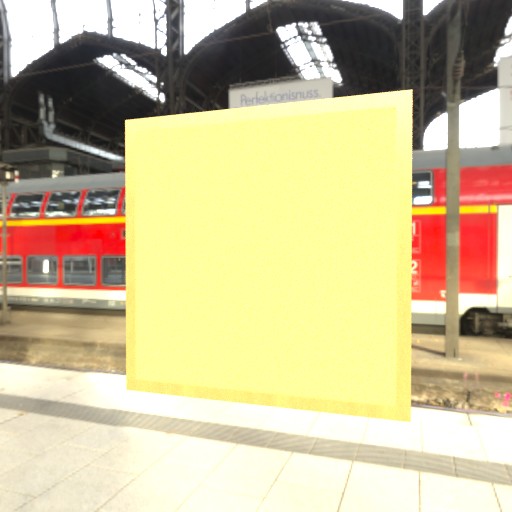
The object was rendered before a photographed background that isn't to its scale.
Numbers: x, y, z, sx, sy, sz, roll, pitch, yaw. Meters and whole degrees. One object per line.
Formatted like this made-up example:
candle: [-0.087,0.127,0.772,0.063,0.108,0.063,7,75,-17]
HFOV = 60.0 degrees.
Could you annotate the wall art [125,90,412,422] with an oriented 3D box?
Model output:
wall art: [0.000,0.000,2.926,1.935,1.936,0.097,0,1,18]
